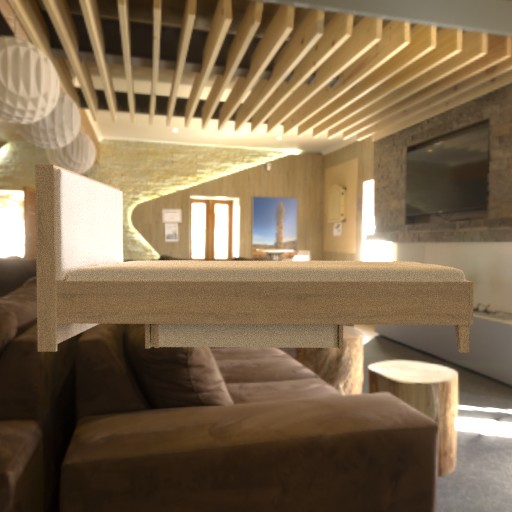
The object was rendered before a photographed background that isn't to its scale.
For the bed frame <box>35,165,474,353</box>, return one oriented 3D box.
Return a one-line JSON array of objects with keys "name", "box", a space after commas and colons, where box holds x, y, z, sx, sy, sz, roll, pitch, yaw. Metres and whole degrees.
[{"name": "bed frame", "box": [0.000, 0.000, 2.652, 2.140, 0.920, 0.990, 0, 2, 1]}]
